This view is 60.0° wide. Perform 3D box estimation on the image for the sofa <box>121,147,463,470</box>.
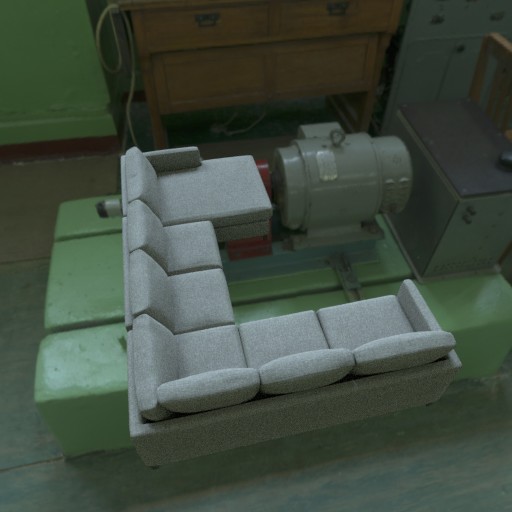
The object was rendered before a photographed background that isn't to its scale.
[{"bbox_3d":[0.000,0.000,4.558,2.593,0.959,3.460,-9,48,-8],"label":"sofa"}]
